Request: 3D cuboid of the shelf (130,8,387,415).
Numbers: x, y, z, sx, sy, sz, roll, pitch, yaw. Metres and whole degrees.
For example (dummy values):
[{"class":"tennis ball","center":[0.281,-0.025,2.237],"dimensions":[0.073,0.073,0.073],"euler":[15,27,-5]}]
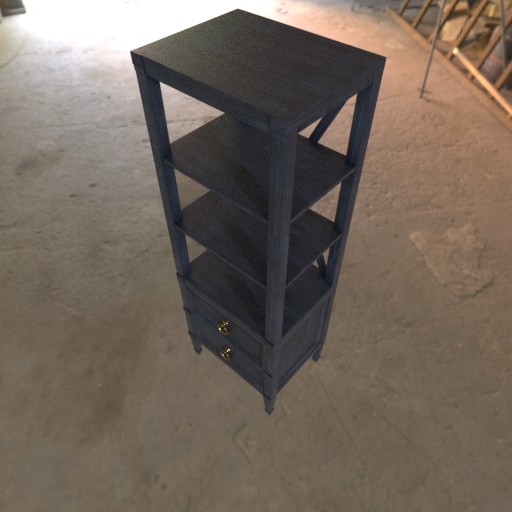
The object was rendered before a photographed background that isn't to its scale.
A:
[{"class":"shelf","center":[0.000,0.000,1.919],"dimensions":[0.584,1.727,0.472],"euler":[33,56,26]}]
